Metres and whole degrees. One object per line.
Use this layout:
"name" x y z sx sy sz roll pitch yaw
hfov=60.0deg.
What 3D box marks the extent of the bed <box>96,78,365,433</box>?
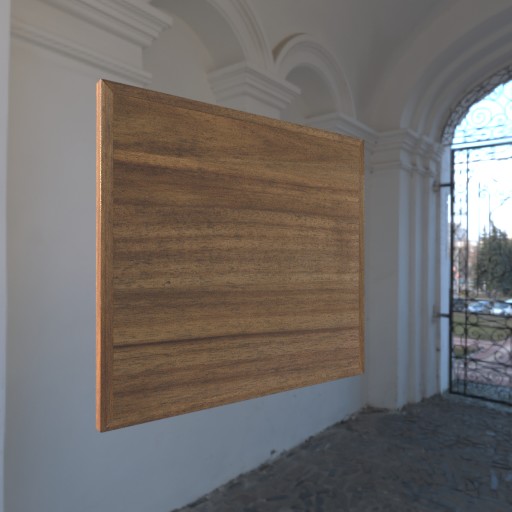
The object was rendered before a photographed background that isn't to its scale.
"bed" 0.000 0.000 1.494 1.041 0.940 0.043 0 0 -36
